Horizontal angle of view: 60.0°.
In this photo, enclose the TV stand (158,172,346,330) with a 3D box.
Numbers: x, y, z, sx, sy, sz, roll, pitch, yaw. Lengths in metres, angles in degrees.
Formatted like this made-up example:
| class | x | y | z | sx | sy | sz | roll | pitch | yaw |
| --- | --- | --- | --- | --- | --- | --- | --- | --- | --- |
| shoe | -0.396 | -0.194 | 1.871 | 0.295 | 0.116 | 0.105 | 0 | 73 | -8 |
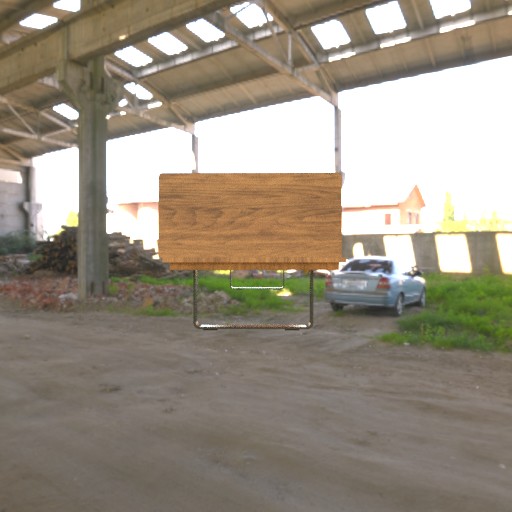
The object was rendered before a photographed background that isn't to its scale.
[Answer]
| class | x | y | z | sx | sy | sz | roll | pitch | yaw |
| --- | --- | --- | --- | --- | --- | --- | --- | --- | --- |
| TV stand | 0.000 | 0.000 | 1.998 | 0.467 | 0.415 | 1.796 | 0 | 0 | 1 |
